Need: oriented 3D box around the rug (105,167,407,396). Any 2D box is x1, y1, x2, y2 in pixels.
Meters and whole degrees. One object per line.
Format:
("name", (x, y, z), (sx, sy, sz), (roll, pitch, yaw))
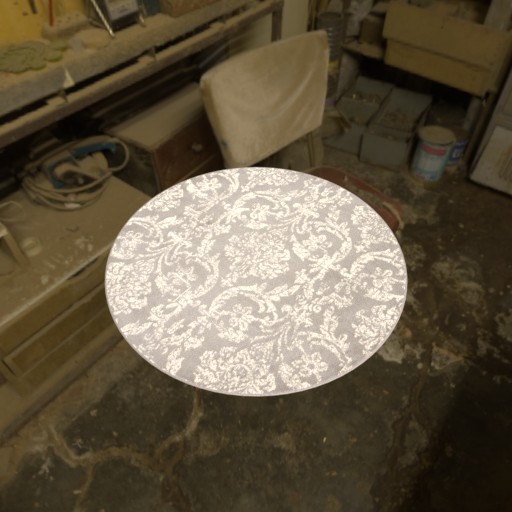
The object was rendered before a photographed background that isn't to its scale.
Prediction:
("rug", (0.000, 0.000, 2.393), (1.593, 0.012, 1.593), (0, 47, 0))
